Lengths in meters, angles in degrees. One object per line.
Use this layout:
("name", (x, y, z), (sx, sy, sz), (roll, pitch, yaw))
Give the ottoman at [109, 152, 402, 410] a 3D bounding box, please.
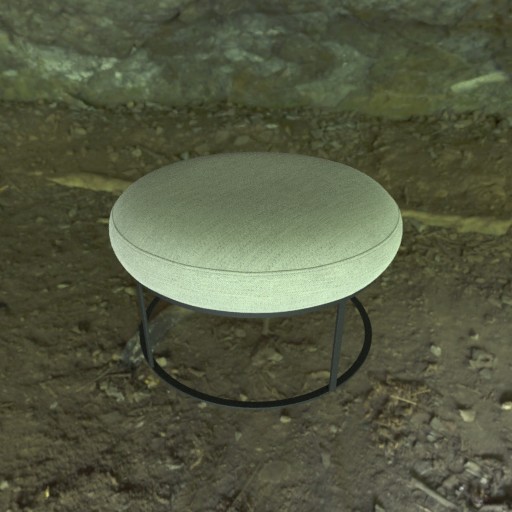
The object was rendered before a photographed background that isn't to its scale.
("ottoman", (0.000, 0.000, 1.271), (0.769, 0.459, 0.769), (0, 30, 0))
